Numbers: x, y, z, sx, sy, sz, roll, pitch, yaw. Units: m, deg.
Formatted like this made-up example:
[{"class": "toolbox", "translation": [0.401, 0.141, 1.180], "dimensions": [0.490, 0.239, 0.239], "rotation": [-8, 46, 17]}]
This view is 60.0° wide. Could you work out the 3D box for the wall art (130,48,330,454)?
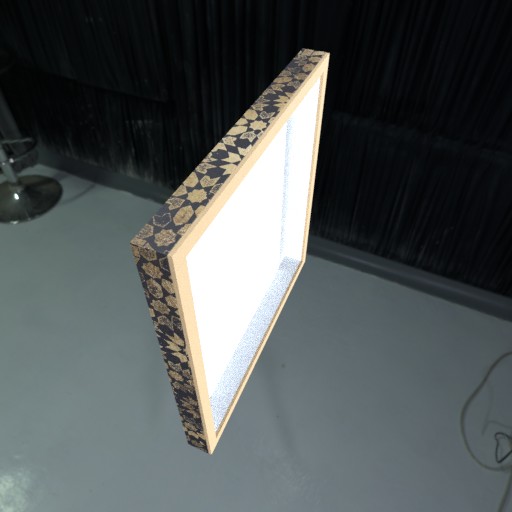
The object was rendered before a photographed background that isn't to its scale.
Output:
[{"class": "wall art", "translation": [0.000, 0.000, 0.610], "dimensions": [0.038, 0.405, 0.405], "rotation": [17, 49, 16]}]
